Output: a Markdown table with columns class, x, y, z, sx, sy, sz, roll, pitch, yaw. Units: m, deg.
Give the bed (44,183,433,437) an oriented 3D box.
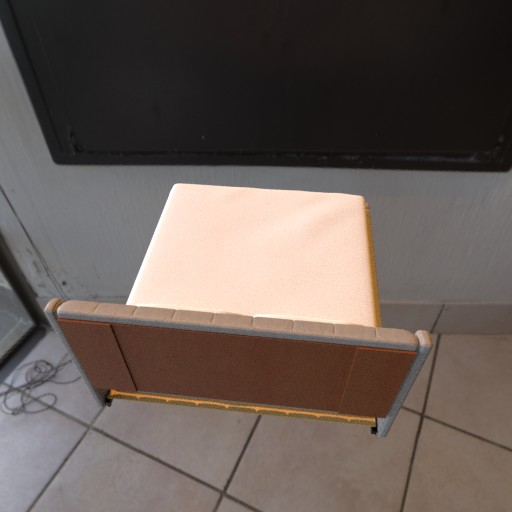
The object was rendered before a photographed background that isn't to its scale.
| class | x | y | z | sx | sy | sz | roll | pitch | yaw |
| --- | --- | --- | --- | --- | --- | --- | --- | --- | --- |
| bed | 0.000 | 0.000 | 3.553 | 2.062 | 1.289 | 2.342 | 5 | 46 | 4 |
